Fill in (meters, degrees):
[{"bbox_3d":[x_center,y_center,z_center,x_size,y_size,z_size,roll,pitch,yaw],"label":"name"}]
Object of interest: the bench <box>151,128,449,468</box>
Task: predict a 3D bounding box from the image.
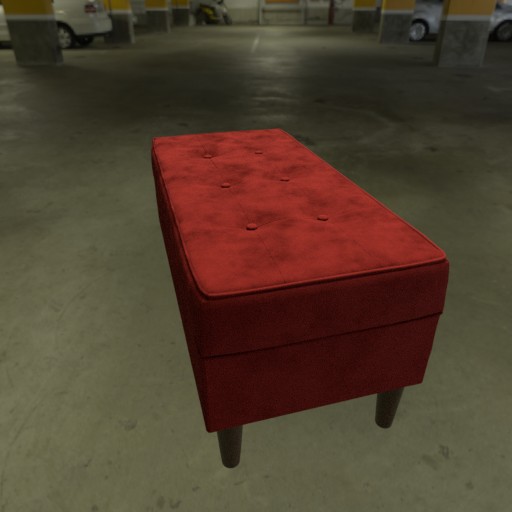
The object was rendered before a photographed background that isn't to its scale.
[{"bbox_3d":[0.000,0.000,1.281,0.492,0.471,1.016,-8,31,-14],"label":"bench"}]
